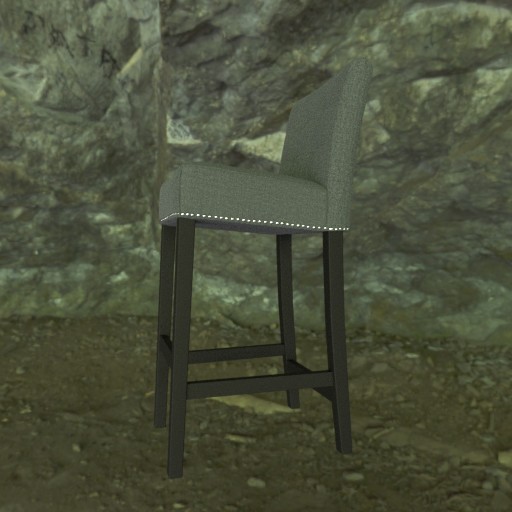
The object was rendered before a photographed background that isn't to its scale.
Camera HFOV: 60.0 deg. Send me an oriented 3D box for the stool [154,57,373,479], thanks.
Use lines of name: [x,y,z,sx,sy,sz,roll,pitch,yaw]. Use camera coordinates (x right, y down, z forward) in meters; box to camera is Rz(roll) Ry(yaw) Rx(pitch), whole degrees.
stool: [0.000,0.000,1.278,0.548,1.047,0.411,0,1,-19]
